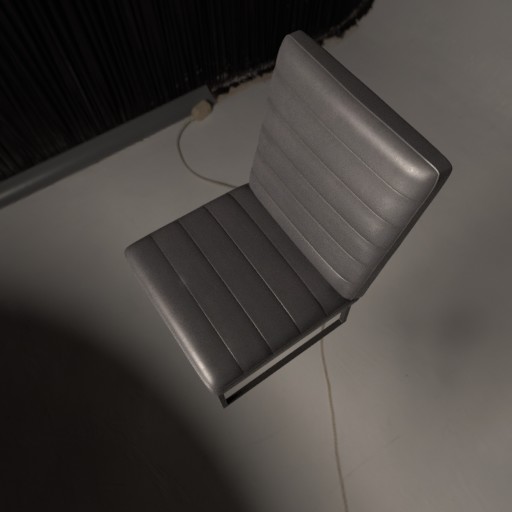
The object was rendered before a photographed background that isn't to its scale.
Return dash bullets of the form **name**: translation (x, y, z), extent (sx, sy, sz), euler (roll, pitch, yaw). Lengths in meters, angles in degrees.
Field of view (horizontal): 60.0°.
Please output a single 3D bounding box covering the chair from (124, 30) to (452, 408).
- **chair**: translation (0.000, 0.000, 1.289), extent (0.634, 0.930, 0.520), euler (-32, 67, -15)
